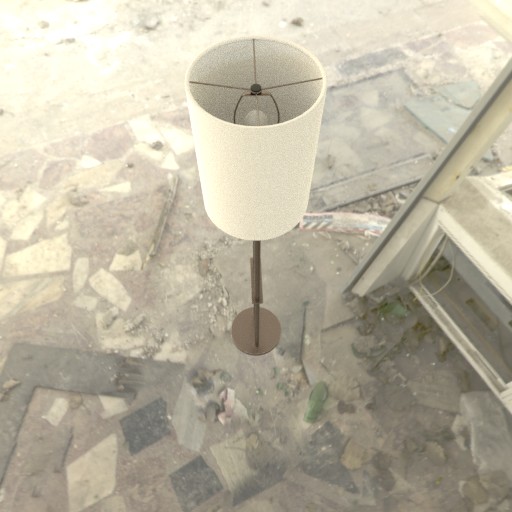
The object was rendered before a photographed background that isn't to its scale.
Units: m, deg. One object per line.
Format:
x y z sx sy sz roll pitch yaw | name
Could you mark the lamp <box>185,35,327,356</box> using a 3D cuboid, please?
0.000 0.000 1.596 0.305 1.500 0.306 -2 59 -1 | lamp
